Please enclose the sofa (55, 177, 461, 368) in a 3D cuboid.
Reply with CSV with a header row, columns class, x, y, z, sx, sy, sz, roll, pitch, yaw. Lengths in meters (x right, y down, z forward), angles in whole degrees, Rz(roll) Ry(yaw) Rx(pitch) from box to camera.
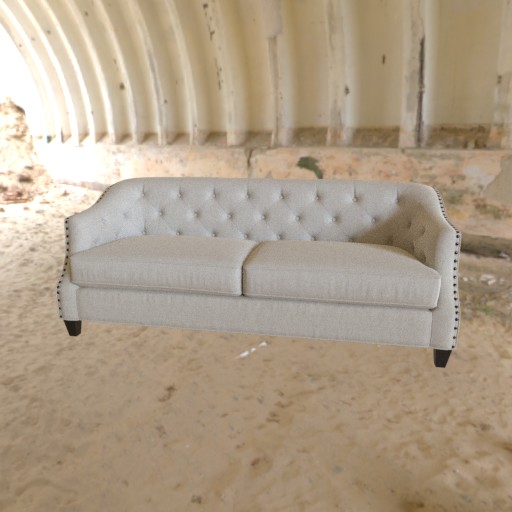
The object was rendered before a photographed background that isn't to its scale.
class,x,y,z,sx,sy,sz,roll,pitch,yaw
sofa,0.000,0.000,2.773,2.235,0.901,0.914,3,15,10
